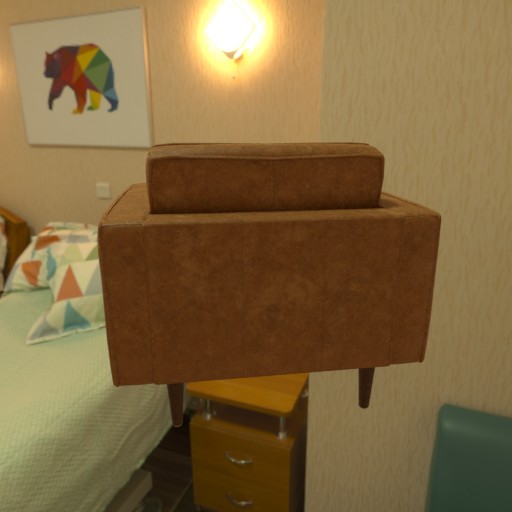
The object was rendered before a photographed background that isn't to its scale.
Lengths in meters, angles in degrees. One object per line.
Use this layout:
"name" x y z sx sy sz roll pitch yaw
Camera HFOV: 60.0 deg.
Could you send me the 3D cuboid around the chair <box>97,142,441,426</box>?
"chair" 0.000 0.000 1.518 0.928 0.767 0.798 -2 17 -8
